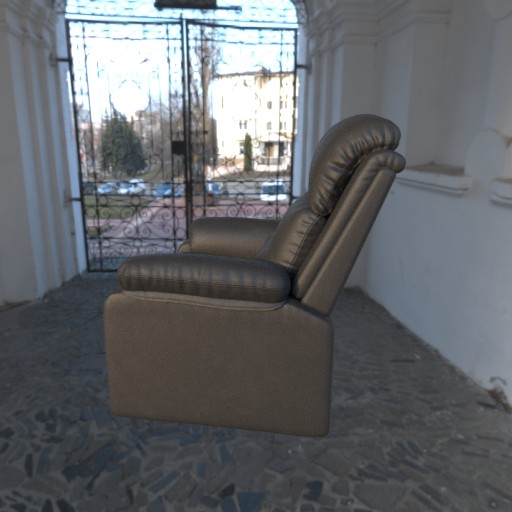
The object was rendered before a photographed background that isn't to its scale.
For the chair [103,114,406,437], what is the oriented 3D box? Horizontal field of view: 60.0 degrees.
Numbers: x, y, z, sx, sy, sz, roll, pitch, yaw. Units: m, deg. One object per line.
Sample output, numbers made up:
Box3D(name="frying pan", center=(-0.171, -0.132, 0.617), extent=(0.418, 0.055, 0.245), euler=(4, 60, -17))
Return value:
Box3D(name="chair", center=(0.000, 0.000, 1.640), extent=(0.919, 0.992, 0.855), euler=(2, 15, 9))
